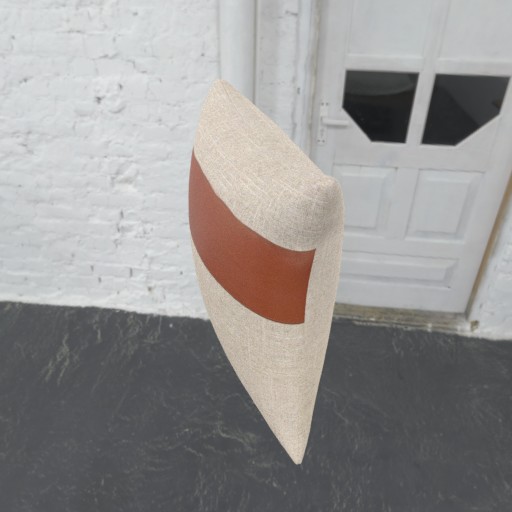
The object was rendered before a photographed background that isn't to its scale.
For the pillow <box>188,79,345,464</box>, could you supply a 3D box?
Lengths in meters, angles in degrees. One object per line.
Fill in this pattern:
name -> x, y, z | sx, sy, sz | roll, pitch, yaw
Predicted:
pillow -> 0.000, 0.000, 0.627 | 0.173, 0.399, 0.414 | -9, 34, -14
